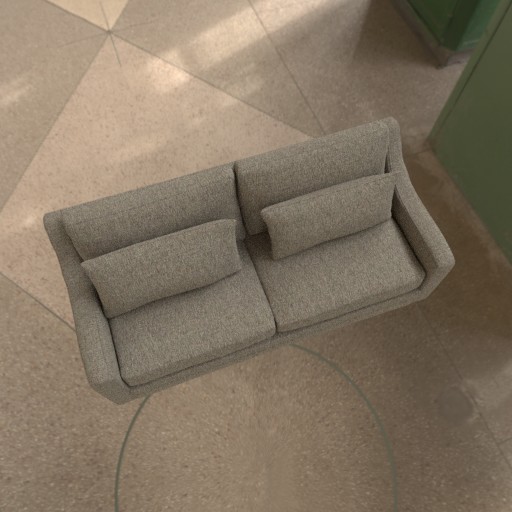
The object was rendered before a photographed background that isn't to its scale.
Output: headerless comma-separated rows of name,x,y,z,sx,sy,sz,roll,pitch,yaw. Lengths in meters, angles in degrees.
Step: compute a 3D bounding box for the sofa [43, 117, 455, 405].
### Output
sofa,0.000,0.000,2.965,2.418,0.998,1.103,-17,65,-8
